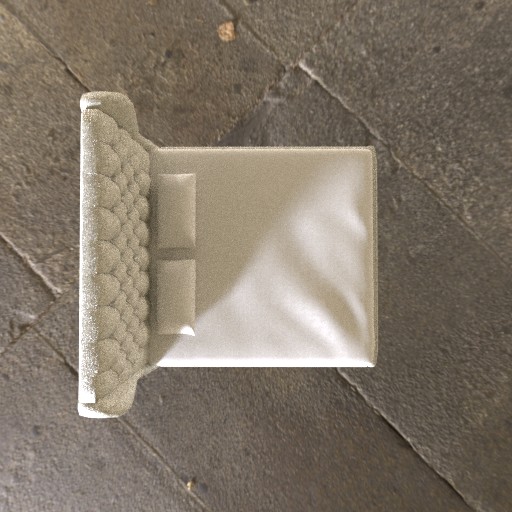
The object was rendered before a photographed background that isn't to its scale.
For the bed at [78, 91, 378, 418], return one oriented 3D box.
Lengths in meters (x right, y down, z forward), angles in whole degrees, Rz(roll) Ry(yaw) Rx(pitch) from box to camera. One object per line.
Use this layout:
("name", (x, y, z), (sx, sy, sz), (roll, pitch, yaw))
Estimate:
("bed", (0.000, 0.000, 3.782), (2.347, 1.771, 2.219), (0, 89, 0))
